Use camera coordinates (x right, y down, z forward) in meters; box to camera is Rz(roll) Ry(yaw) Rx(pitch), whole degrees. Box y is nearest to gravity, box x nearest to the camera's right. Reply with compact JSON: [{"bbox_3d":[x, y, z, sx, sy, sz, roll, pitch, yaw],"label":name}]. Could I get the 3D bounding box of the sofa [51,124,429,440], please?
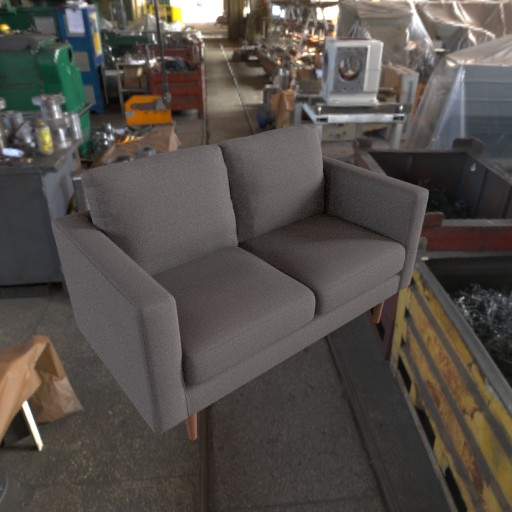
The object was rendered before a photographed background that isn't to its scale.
[{"bbox_3d":[0.000,0.000,1.957,1.430,0.908,0.796,-22,37,-33],"label":"sofa"}]
